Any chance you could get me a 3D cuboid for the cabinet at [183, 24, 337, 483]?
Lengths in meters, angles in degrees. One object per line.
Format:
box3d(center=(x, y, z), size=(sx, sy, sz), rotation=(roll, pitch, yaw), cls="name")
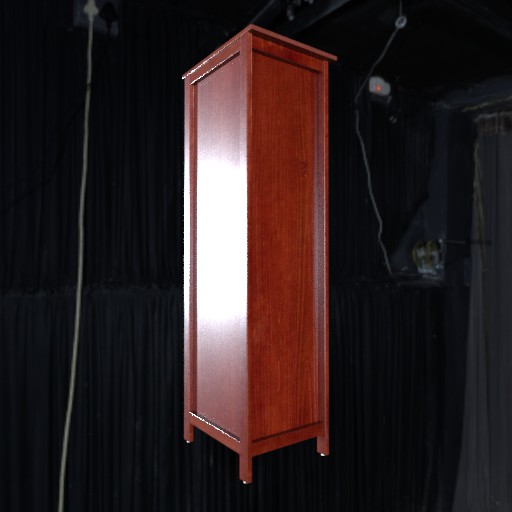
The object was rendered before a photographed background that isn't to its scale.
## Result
box3d(center=(0.000, 0.000, 1.766), size=(0.401, 1.518, 0.500), rotation=(0, -1, -36), cls="cabinet")
